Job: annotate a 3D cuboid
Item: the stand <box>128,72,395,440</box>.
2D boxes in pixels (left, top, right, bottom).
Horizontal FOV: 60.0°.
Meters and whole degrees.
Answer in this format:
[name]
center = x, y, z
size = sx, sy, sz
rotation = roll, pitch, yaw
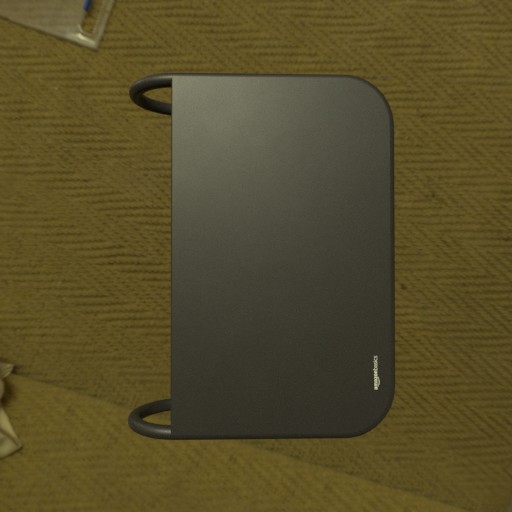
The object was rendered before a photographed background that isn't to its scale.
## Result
[stand]
center = 0.000, 0.000, 0.495
size = 0.280, 0.108, 0.370
rotation = 0, 89, -2
